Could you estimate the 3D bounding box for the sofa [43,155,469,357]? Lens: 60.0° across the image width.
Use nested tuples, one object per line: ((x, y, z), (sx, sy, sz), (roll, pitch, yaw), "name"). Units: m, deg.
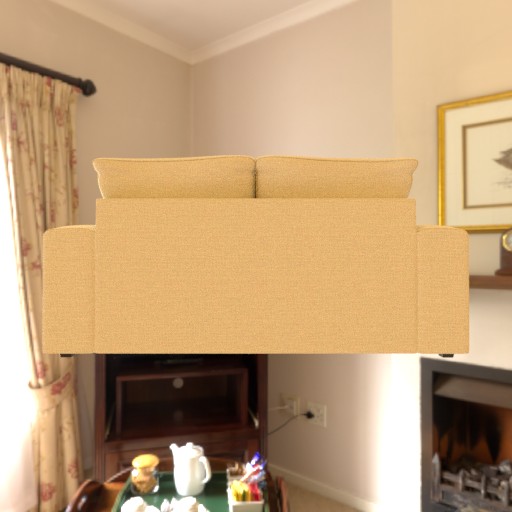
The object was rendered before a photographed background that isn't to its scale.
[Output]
((0.000, 0.000, 2.360), (1.754, 0.875, 1.091), (0, -1, 0), "sofa")
